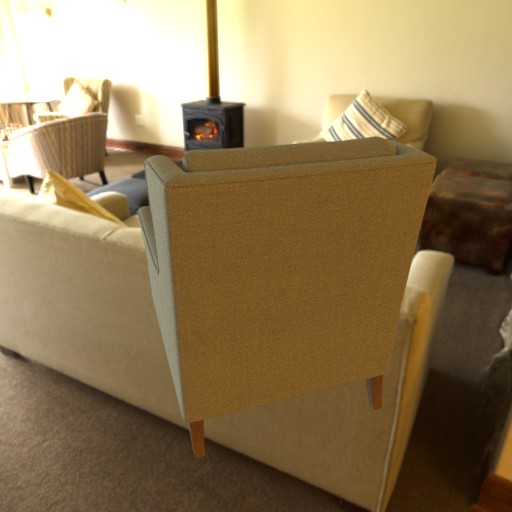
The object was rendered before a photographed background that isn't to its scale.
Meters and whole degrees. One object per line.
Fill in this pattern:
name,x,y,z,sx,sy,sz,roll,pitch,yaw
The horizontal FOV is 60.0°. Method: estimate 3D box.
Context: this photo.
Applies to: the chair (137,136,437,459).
chair,0.000,0.000,1.841,0.866,1.056,1.040,-8,27,-17
